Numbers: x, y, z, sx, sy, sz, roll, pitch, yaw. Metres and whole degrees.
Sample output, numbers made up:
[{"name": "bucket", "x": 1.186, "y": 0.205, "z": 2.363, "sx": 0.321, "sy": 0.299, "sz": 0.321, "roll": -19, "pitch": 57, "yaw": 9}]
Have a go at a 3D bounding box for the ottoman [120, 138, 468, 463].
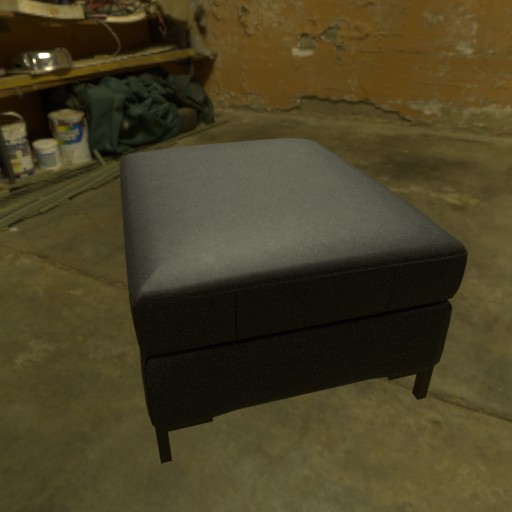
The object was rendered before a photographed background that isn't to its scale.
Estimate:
[{"name": "ottoman", "x": 0.000, "y": 0.000, "z": 1.771, "sx": 0.967, "sy": 0.696, "sz": 1.187, "roll": -8, "pitch": 31, "yaw": -14}]
